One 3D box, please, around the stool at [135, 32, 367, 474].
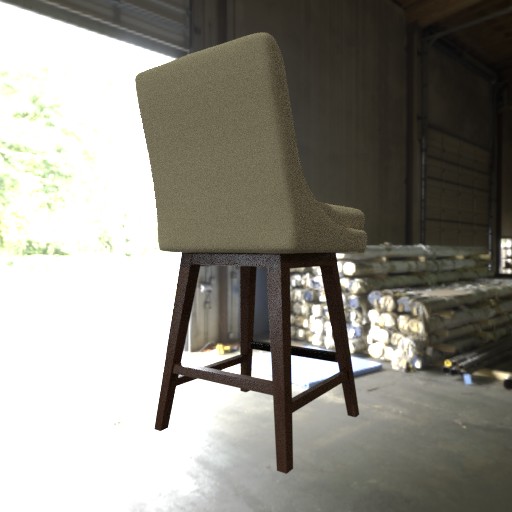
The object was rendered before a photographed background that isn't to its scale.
[{"bbox_3d":[0.000,0.000,1.289,0.483,0.991,0.559,1,1,35],"label":"stool"}]
